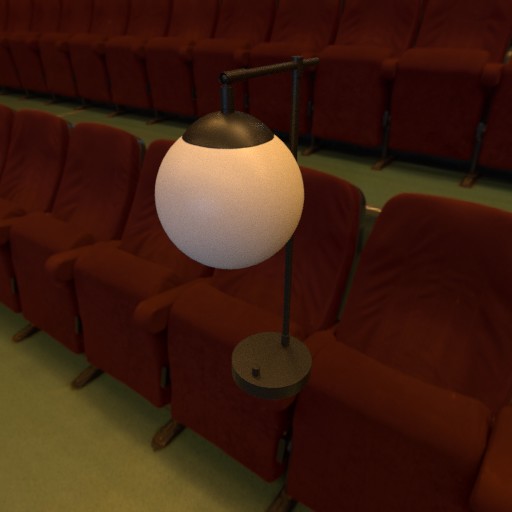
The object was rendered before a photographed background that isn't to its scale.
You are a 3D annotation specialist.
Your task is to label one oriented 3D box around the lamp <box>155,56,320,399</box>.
[{"bbox_3d":[0.000,0.000,0.696,0.197,0.559,0.316,19,35,30],"label":"lamp"}]
